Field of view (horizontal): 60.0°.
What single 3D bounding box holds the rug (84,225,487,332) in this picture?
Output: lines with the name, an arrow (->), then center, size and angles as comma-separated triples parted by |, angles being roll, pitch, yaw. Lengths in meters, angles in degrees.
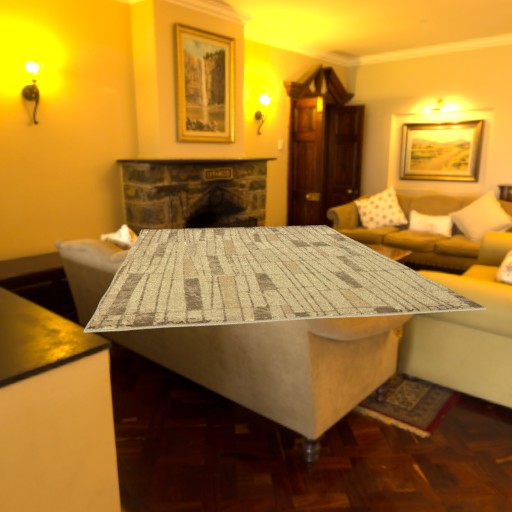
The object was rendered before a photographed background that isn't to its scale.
rug -> 0.000, 0.000, 4.231 | 2.449, 0.019, 3.357 | -2, 13, -9
